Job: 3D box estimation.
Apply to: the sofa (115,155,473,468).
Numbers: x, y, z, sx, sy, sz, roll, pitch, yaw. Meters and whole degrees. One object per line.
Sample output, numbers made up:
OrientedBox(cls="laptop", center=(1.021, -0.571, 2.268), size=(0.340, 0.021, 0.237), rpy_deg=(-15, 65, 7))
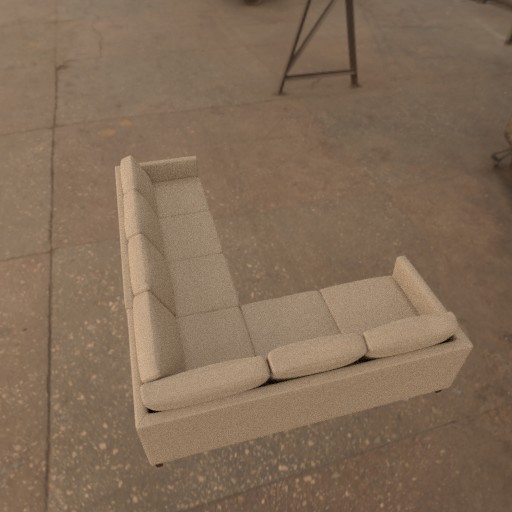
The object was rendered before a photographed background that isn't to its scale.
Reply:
OrientedBox(cls="sofa", center=(0.000, 0.000, 4.255), size=(2.432, 0.863, 3.182), rpy_deg=(-10, 44, -11))
